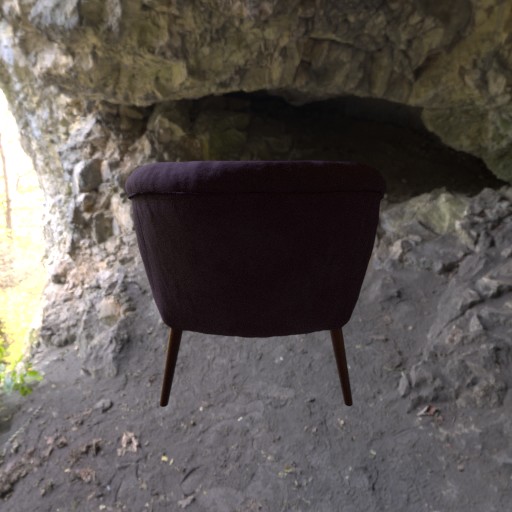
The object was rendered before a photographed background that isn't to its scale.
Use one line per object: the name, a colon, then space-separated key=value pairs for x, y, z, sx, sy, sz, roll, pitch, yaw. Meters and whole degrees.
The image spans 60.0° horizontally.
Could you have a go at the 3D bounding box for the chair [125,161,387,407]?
chair: x=0.000 y=0.000 z=1.537 sx=0.851 sy=0.885 sz=0.776 roll=0 pitch=30 yaw=0
